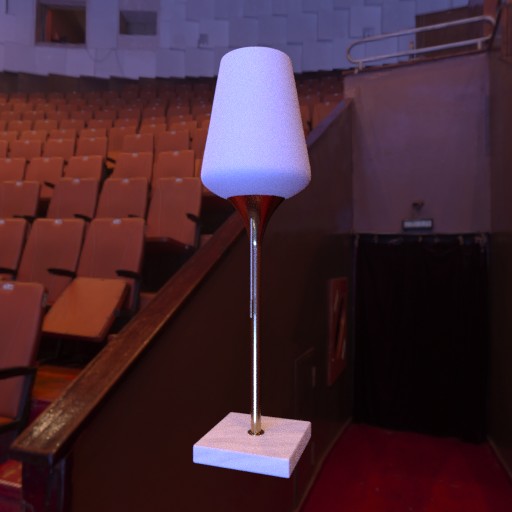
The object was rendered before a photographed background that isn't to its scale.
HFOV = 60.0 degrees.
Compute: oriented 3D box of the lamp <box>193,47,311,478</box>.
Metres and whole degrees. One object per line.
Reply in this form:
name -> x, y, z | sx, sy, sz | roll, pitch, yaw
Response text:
lamp -> 0.000, 0.000, 0.733 | 0.181, 0.639, 0.181 | 0, 0, 19
